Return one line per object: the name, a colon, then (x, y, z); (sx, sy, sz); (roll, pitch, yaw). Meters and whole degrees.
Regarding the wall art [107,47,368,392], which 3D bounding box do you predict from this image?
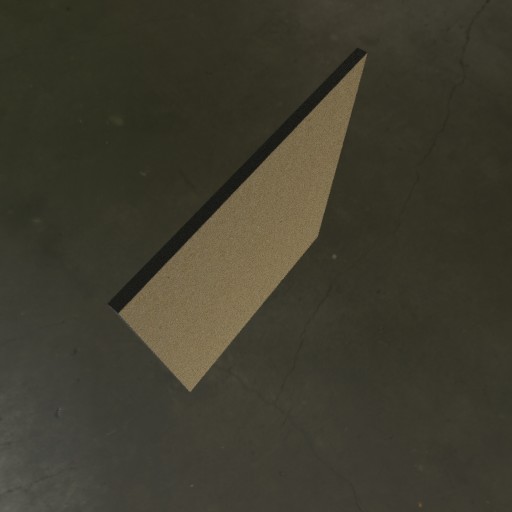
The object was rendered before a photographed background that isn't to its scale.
wall art: (0.000, 0.000, 1.237); (0.028, 0.863, 0.755); (35, 70, 15)
